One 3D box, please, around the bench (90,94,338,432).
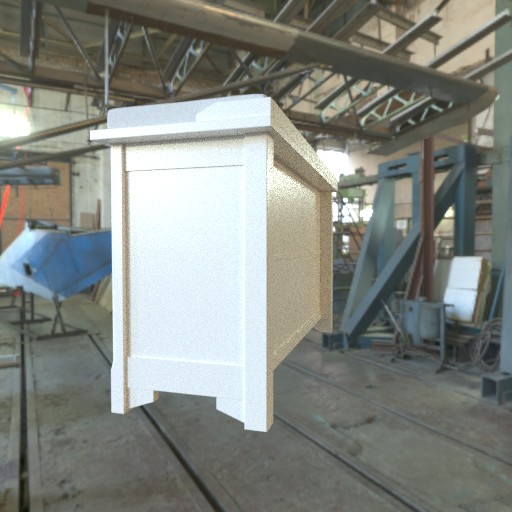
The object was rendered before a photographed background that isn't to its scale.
[{"bbox_3d":[0.000,0.000,1.252,0.346,0.589,0.987,1,2,17],"label":"bench"}]
